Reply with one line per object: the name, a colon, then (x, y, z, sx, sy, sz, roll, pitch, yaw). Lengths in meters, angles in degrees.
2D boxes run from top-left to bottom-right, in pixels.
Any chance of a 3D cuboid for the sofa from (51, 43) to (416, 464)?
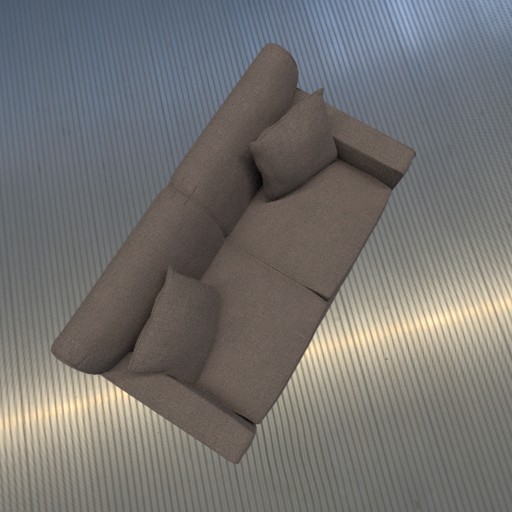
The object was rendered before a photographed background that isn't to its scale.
sofa: (0.000, 0.000, 2.413, 1.000, 0.958, 1.846, 31, 78, 7)
